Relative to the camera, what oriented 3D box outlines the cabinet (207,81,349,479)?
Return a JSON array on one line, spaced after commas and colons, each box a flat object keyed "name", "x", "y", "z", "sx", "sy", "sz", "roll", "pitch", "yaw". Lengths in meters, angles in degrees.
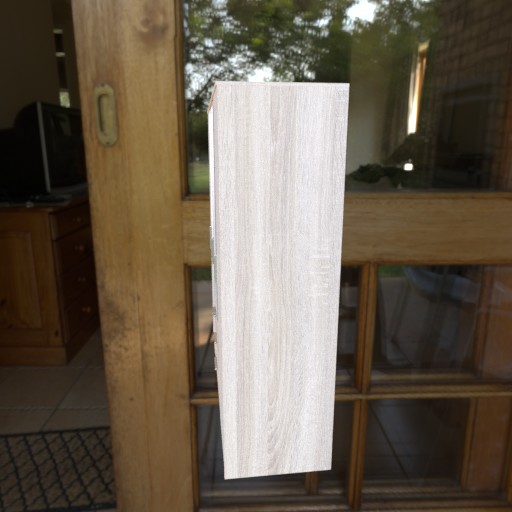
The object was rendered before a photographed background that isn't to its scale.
[{"name": "cabinet", "x": 0.000, "y": 0.000, "z": 3.125, "sx": 0.620, "sy": 2.060, "sz": 1.870, "roll": -2, "pitch": 14, "yaw": -7}]
